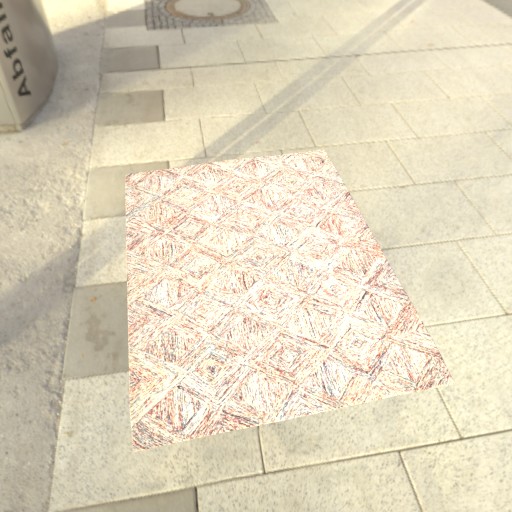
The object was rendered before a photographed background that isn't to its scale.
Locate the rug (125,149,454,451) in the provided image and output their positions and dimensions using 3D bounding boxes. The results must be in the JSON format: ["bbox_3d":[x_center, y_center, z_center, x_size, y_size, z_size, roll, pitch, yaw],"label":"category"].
[{"bbox_3d":[0.000,0.000,4.269,2.436,0.024,3.226,-9,48,-8],"label":"rug"}]
